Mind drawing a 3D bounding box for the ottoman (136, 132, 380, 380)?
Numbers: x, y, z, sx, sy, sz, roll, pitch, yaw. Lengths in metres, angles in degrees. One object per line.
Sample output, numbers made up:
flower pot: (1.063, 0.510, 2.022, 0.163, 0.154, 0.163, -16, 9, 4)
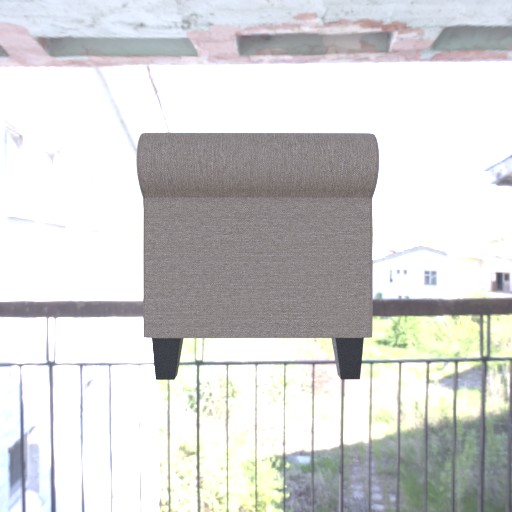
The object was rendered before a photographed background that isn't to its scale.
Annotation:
ottoman: (0.000, 0.000, 1.540, 0.521, 0.547, 1.256, 0, 0, 0)
